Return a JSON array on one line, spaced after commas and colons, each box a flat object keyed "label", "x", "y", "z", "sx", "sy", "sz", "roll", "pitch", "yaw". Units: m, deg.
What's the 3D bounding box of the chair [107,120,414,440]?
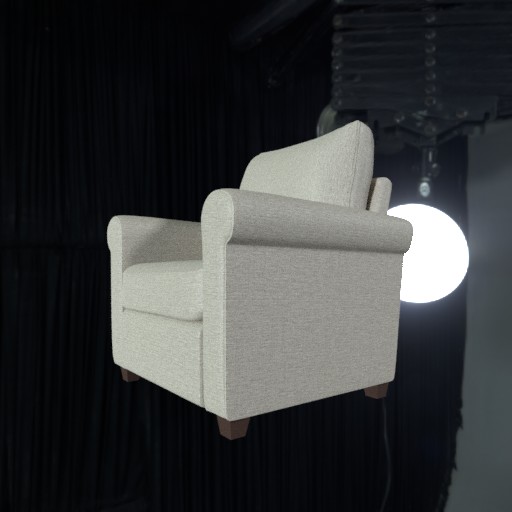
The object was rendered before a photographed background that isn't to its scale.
[{"label": "chair", "x": 0.000, "y": 0.000, "z": 2.331, "sx": 1.180, "sy": 1.349, "sz": 1.275, "roll": 1, "pitch": -2, "yaw": -37}]
